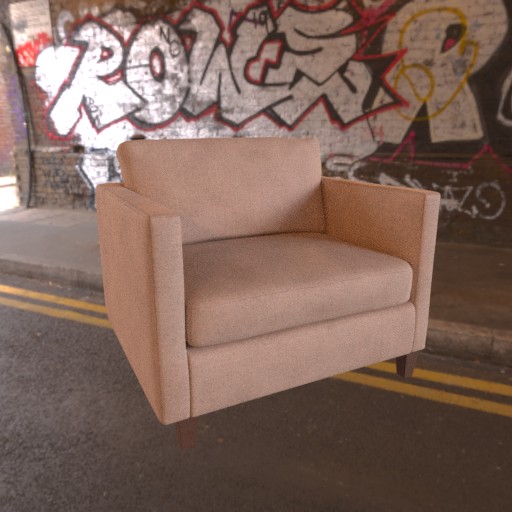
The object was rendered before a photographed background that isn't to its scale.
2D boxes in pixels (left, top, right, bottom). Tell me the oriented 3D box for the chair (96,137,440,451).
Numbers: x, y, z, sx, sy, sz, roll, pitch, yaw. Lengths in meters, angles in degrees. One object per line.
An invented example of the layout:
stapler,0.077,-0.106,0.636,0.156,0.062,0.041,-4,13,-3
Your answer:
chair,0.000,0.000,1.856,1.133,0.961,0.959,-8,17,-26
